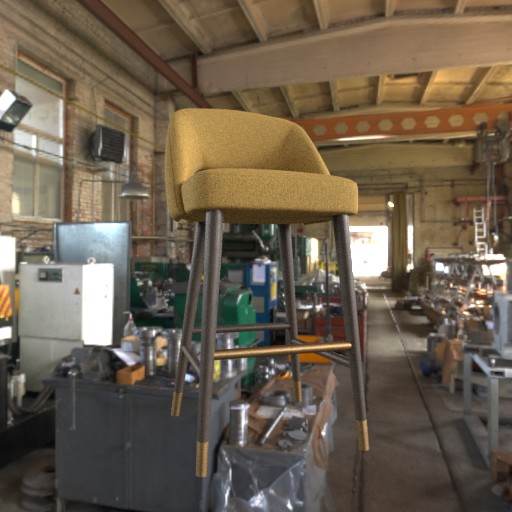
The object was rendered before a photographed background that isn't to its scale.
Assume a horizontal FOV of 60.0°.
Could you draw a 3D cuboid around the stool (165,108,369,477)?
[{"bbox_3d":[0.000,0.000,1.344,0.536,1.032,0.522,0,0,-19],"label":"stool"}]
